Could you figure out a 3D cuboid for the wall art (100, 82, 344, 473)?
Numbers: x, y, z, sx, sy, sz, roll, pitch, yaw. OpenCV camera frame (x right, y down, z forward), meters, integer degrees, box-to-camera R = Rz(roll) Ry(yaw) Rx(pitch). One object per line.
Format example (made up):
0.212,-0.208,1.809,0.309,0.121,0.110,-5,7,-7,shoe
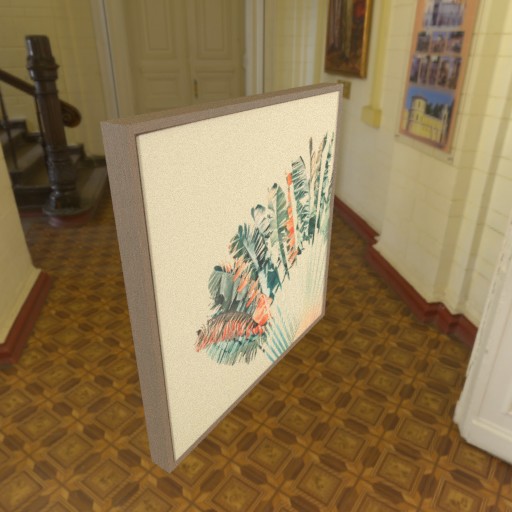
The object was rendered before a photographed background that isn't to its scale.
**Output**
0.000,0.000,0.745,0.038,0.506,0.508,17,31,31,wall art
